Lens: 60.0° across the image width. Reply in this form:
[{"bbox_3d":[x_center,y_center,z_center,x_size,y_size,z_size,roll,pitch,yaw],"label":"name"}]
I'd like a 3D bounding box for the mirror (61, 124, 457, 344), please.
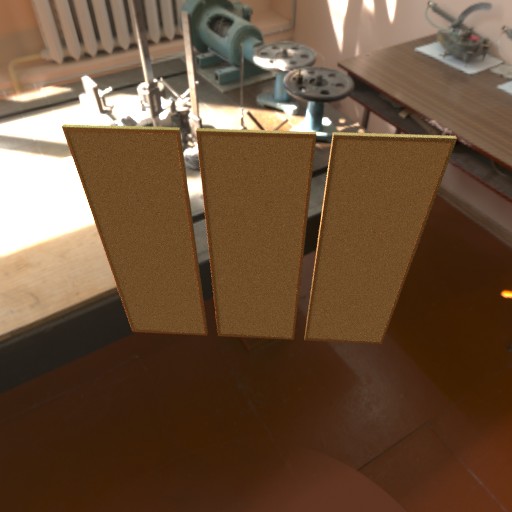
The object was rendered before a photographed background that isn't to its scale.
[{"bbox_3d":[0.000,0.000,1.470,1.011,0.926,0.023,2,46,2],"label":"mirror"}]
